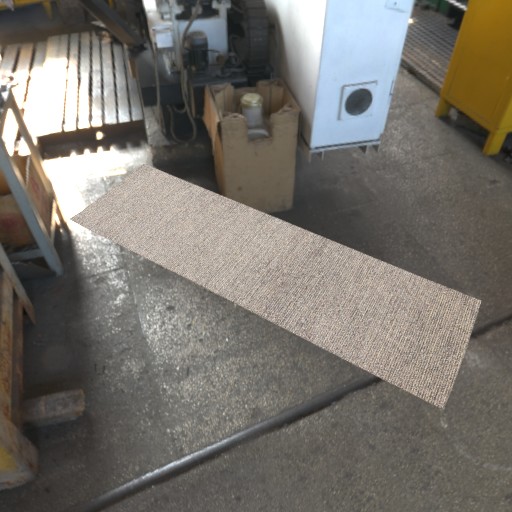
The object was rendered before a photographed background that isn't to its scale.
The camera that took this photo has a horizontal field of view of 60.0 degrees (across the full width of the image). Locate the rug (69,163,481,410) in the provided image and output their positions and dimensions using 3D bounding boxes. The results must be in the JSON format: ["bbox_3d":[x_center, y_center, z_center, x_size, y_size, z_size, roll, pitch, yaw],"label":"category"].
[{"bbox_3d":[0.000,0.000,2.521,2.335,0.013,0.697,24,51,22],"label":"rug"}]
